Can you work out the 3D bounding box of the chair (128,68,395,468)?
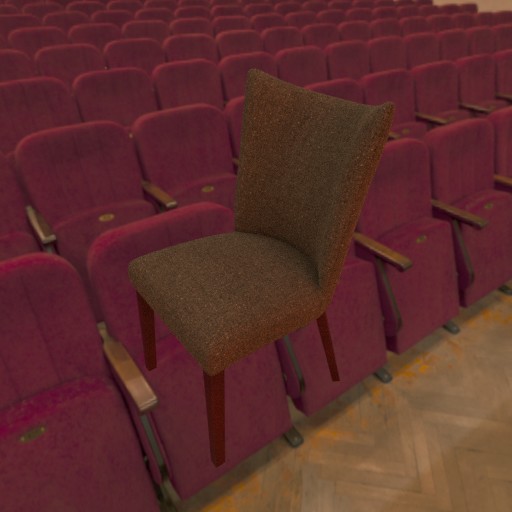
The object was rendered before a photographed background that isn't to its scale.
[{"bbox_3d":[0.000,0.000,1.297,0.623,0.924,0.535,-21,38,-30],"label":"chair"}]
